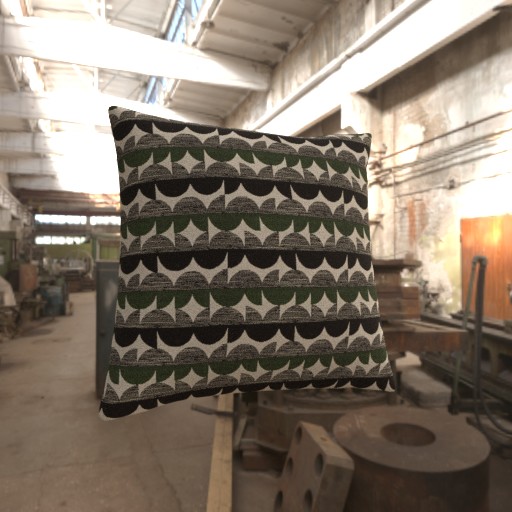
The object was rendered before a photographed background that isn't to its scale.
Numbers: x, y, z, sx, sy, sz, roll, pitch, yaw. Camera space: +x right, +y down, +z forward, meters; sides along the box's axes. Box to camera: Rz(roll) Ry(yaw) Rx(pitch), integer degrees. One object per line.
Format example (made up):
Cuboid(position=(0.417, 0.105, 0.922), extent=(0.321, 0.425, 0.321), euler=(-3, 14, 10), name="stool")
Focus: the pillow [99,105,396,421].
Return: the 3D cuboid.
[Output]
Cuboid(position=(0.000, 0.000, 0.632), extent=(0.419, 0.404, 0.180), euler=(0, -1, -19), name="pillow")
